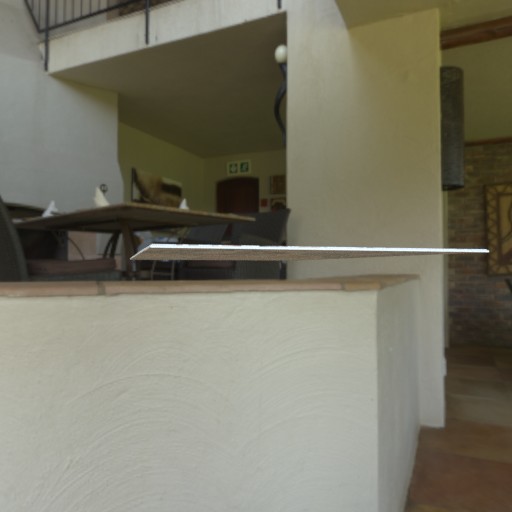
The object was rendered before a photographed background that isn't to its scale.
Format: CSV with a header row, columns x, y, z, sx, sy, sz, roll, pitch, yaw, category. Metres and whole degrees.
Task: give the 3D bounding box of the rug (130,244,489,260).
x,y,z,sx,sy,sz,roll,pitch,yaw,category
0.000,0.000,2.874,1.514,0.014,2.275,0,-2,-18,rug
